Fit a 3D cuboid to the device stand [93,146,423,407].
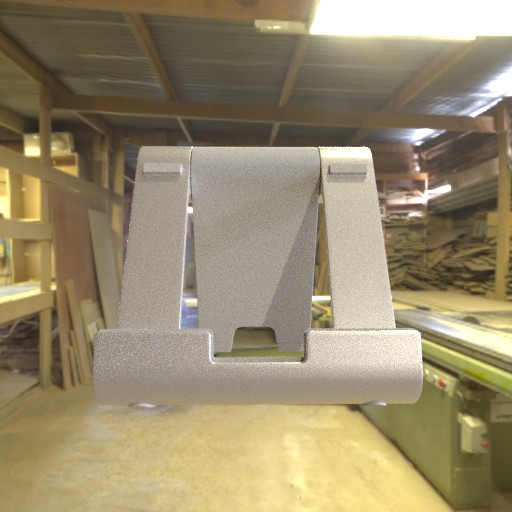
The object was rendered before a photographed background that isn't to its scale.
[{"bbox_3d":[0.000,0.000,0.155,0.086,0.084,0.079,0,0,-1],"label":"device stand"}]
